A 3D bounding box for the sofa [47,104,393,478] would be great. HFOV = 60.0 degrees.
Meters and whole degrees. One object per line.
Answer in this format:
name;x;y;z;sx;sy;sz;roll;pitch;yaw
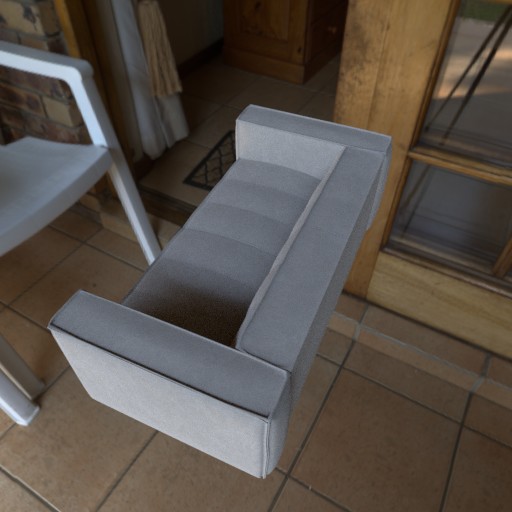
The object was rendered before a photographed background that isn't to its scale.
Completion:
sofa;0.000;0.000;2.480;1.038;0.680;1.995;18;49;16
